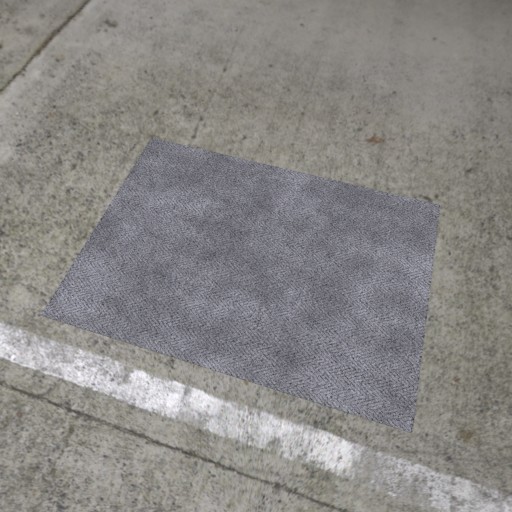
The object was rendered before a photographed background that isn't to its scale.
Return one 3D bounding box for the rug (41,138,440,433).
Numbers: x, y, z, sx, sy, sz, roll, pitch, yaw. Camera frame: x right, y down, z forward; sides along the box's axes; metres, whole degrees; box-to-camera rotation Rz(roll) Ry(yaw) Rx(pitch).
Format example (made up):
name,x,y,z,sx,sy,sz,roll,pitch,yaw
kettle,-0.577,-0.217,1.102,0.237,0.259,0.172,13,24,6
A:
name,x,y,z,sx,sy,sz,roll,pitch,yaw
rug,0.000,0.000,2.915,2.235,0.008,1.600,15,59,9
